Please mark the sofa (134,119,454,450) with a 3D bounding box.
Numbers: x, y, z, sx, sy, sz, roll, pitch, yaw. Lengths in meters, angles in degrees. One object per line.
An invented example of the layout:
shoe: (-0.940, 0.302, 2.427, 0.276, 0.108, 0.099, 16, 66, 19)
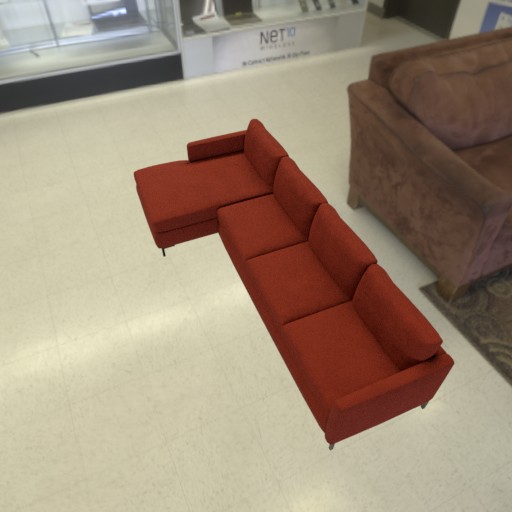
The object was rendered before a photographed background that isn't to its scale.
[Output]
sofa: (0.000, 0.000, 2.932, 1.136, 0.663, 2.467, -17, 49, -16)
